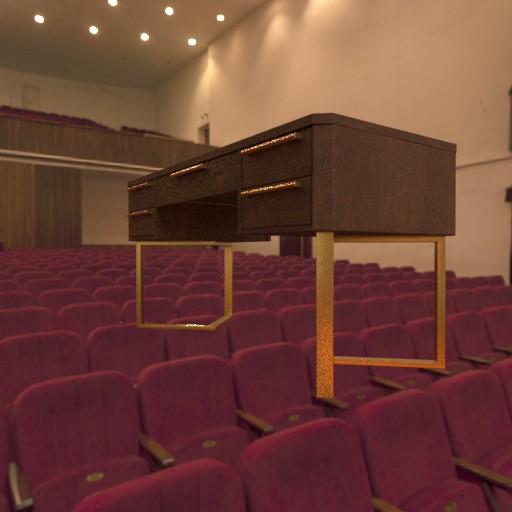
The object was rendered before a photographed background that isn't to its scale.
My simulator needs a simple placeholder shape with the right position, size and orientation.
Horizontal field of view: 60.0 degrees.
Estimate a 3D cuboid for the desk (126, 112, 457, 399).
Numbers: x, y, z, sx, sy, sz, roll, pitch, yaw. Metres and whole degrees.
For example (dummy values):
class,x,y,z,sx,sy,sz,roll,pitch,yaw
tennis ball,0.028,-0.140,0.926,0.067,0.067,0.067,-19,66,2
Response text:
class,x,y,z,sx,sy,sz,roll,pitch,yaw
desk,0.000,0.000,1.922,0.684,0.762,1.479,0,1,-35
